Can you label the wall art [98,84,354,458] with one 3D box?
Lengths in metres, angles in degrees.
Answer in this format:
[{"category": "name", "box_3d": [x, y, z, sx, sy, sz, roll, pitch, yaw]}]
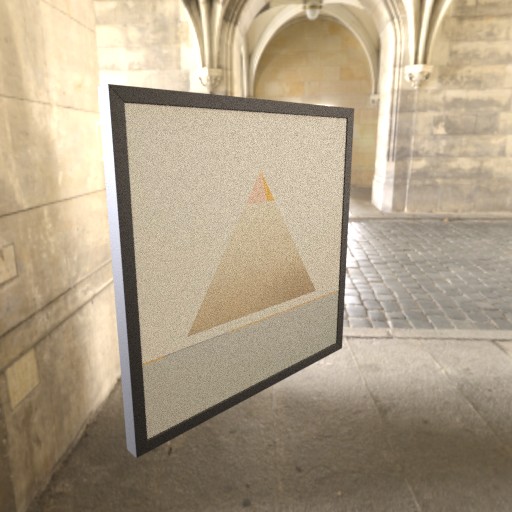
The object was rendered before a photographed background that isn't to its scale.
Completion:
[{"category": "wall art", "box_3d": [0.000, 0.000, 1.148, 0.769, 0.766, 0.042, -13, 19, -43]}]
